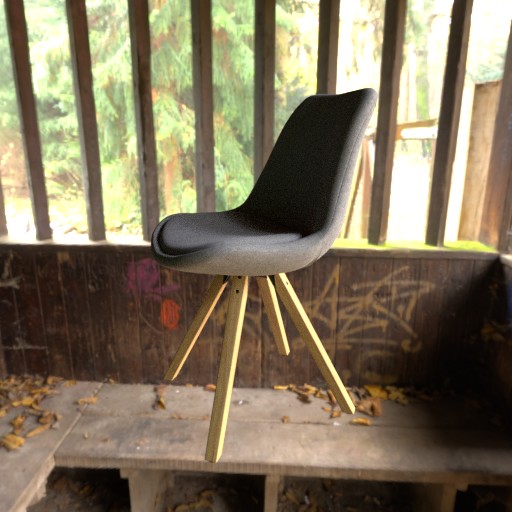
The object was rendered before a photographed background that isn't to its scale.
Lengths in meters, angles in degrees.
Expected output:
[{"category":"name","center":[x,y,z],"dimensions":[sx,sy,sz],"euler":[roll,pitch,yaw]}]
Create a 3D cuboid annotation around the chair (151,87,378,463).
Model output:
[{"category":"chair","center":[0.000,0.000,1.213],"dimensions":[0.550,0.865,0.483],"euler":[-7,17,-24]}]
